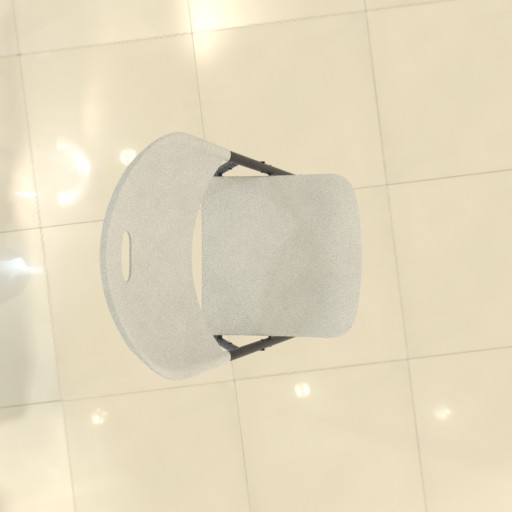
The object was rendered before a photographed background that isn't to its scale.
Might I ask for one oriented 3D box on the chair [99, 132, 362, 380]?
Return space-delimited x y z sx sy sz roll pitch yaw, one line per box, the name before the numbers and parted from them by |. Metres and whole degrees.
chair | 0.000 0.000 1.203 0.566 0.810 0.494 0 90 0
